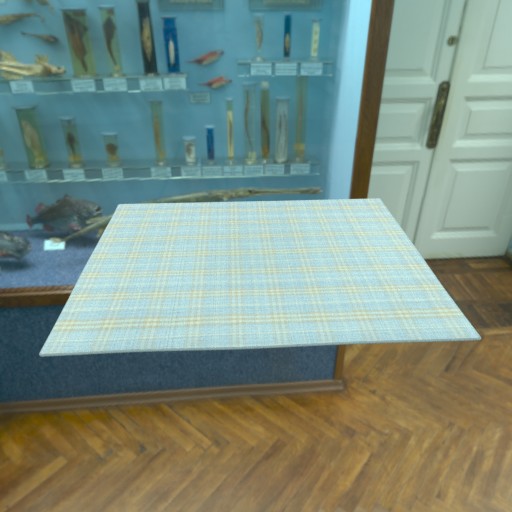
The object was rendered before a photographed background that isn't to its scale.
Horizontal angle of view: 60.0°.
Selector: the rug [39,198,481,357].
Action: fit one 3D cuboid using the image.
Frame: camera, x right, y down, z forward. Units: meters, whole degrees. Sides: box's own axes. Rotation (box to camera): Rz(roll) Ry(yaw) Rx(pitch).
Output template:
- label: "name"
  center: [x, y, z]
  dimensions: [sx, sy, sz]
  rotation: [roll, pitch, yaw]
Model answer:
- label: "rug"
  center: [0.000, 0.000, 4.101]
  dimensions: [3.066, 0.030, 2.462]
  rotation: [-2, 31, -3]
